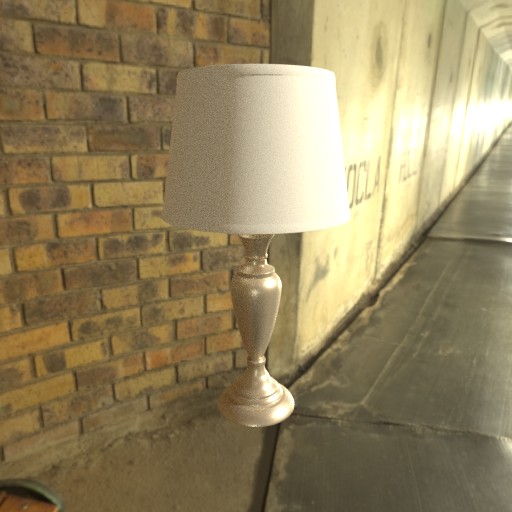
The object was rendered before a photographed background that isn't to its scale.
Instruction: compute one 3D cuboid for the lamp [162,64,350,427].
[{"bbox_3d":[0.000,0.000,0.807,0.328,0.612,0.328,0,15,0],"label":"lamp"}]
